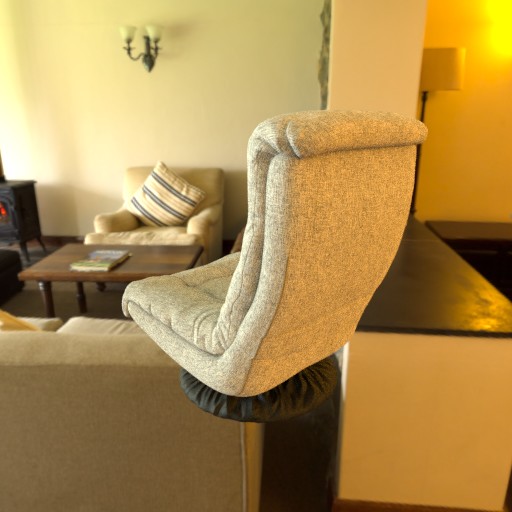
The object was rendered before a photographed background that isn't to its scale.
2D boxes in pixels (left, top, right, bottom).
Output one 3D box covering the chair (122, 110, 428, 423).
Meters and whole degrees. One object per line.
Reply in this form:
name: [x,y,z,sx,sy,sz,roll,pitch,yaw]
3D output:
chair: [0.000,0.000,0.967,0.400,0.600,0.583,-16,23,-41]
